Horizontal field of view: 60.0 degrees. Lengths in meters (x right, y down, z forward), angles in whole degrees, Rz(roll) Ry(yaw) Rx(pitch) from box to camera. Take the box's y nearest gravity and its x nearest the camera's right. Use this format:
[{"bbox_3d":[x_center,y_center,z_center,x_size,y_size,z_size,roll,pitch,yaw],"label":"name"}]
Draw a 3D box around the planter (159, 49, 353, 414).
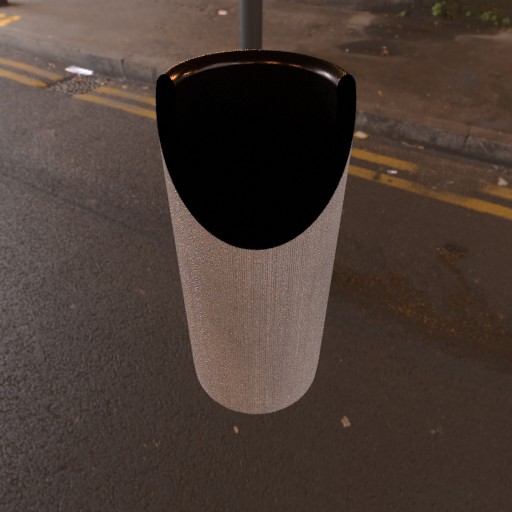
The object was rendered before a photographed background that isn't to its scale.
[{"bbox_3d":[0.000,0.000,0.131,0.045,0.103,0.045,-13,43,-14],"label":"planter"}]
